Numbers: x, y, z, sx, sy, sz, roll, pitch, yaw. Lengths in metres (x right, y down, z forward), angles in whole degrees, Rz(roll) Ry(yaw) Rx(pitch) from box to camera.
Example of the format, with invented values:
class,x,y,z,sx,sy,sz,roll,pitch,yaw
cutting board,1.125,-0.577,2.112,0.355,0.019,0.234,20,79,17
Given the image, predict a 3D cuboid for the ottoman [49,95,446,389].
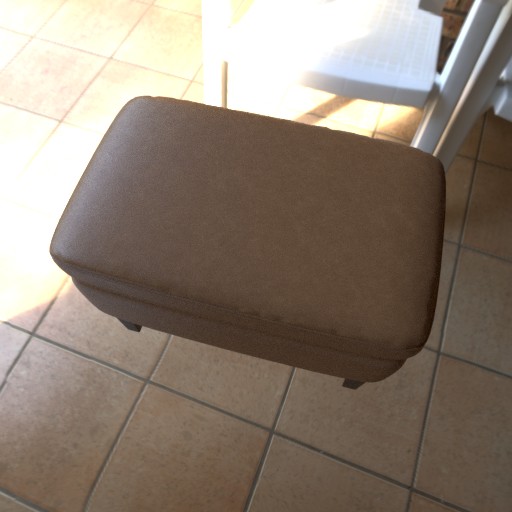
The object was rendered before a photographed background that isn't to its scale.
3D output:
class,x,y,z,sx,sy,sz,roll,pitch,yaw
ottoman,0.000,0.000,0.981,0.670,0.480,0.420,13,64,7
